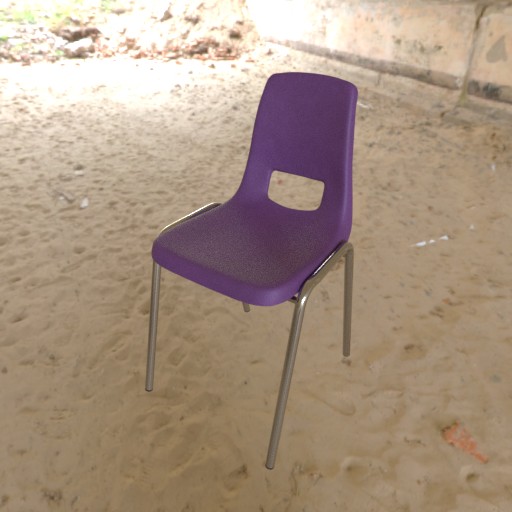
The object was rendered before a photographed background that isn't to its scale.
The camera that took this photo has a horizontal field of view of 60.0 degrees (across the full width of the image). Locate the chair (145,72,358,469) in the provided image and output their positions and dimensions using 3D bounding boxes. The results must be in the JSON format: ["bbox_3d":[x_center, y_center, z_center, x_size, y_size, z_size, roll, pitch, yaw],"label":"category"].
[{"bbox_3d":[0.000,0.000,0.979,0.381,0.704,0.432,20,36,29],"label":"chair"}]
